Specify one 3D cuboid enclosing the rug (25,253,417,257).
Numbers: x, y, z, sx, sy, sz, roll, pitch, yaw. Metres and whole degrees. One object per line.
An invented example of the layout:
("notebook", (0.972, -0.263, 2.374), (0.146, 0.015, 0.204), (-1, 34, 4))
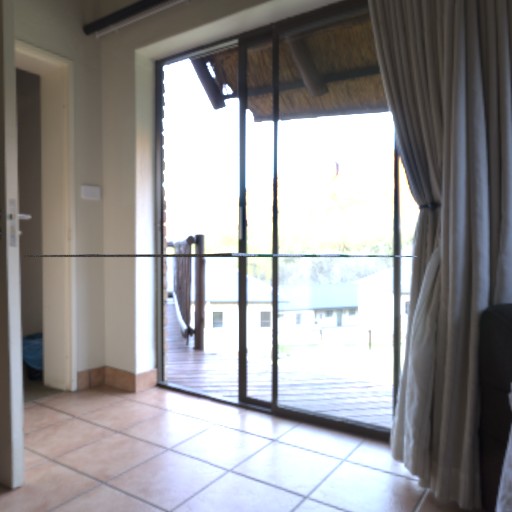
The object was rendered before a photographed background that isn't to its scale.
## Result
("rug", (0.000, 0.000, 3.084), (1.521, 0.015, 2.436), (0, 0, 36))
